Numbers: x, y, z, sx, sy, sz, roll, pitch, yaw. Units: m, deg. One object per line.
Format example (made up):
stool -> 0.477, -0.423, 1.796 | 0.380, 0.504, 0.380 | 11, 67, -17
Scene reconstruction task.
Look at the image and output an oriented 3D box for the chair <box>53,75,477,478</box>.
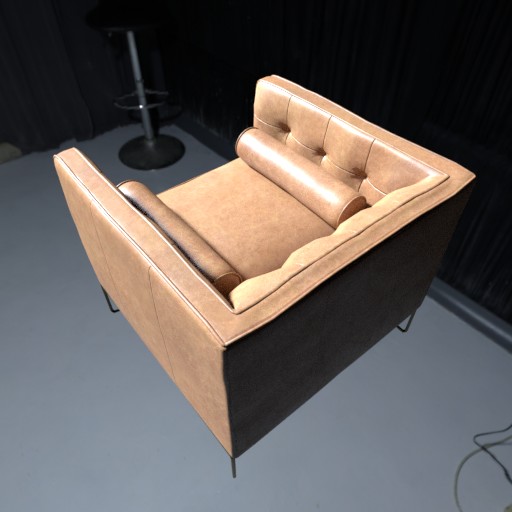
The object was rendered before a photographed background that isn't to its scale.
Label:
chair -> 0.000, 0.000, 1.568 | 0.920, 0.797, 0.912 | -31, 53, -26
